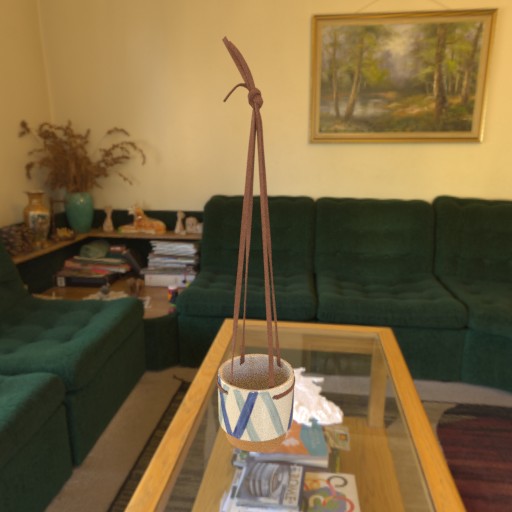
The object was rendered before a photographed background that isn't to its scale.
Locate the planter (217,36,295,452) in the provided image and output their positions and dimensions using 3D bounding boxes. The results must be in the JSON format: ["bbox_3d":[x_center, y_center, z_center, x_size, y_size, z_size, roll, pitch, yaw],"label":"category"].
[{"bbox_3d":[0.000,0.000,0.829,0.157,0.753,0.153,-2,14,-10],"label":"planter"}]
